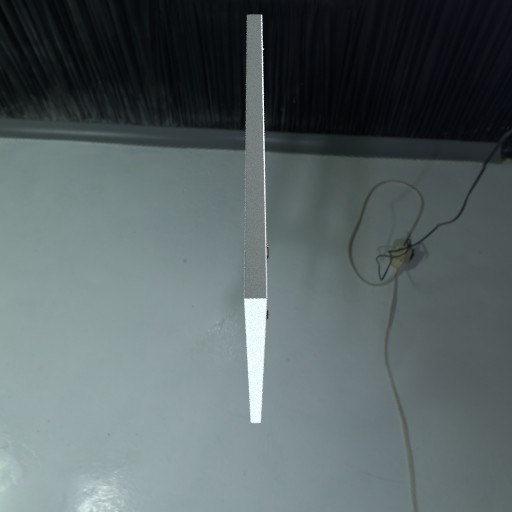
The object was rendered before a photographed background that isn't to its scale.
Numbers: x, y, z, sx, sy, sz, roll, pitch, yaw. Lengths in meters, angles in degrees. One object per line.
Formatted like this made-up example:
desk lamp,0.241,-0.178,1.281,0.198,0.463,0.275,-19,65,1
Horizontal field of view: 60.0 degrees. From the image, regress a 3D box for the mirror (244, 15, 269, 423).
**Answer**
mirror,0.000,0.000,1.320,0.040,1.016,0.762,0,59,0
